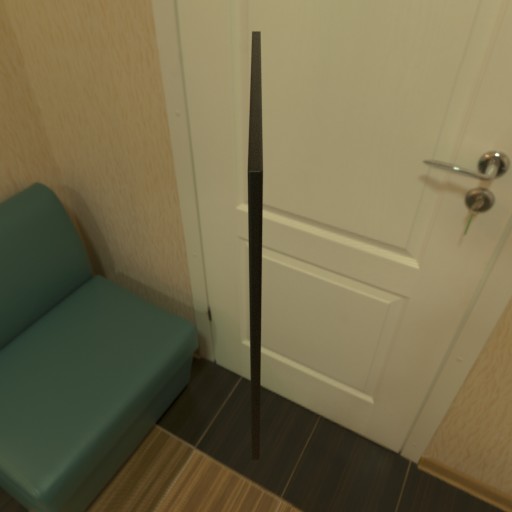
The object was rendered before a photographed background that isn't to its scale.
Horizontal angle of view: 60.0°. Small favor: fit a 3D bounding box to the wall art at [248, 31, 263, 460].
[{"bbox_3d":[0.000,0.000,0.839,0.016,0.657,0.480,0,42,0],"label":"wall art"}]
